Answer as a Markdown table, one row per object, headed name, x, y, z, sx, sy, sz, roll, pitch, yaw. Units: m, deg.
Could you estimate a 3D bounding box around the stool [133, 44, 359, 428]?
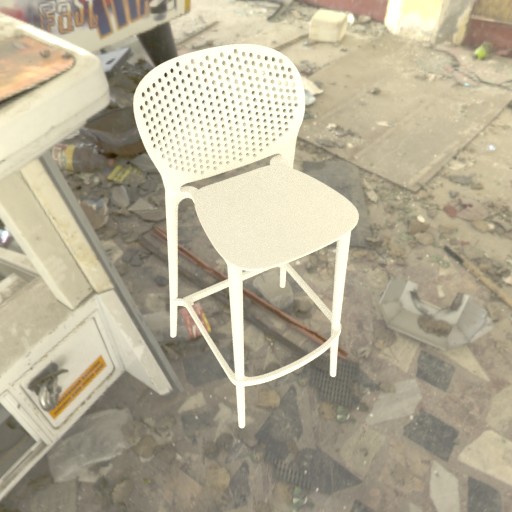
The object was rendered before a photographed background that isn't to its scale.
| name | x | y | z | sx | sy | sz | roll | pitch | yaw |
| --- | --- | --- | --- | --- | --- | --- | --- | --- | --- |
| stool | 0.000 | 0.000 | 1.345 | 0.536 | 1.045 | 0.535 | -23 | 51 | -20 |
